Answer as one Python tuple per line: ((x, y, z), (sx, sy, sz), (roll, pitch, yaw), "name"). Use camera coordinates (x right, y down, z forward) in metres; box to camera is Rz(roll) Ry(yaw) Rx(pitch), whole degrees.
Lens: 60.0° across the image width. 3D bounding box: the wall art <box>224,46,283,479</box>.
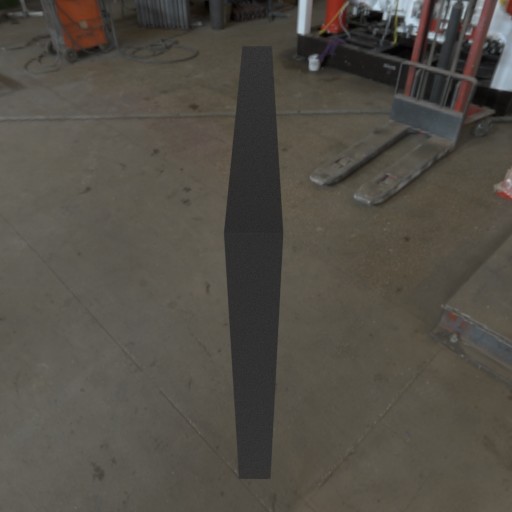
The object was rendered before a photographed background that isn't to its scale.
((0.000, 0.000, 0.443), (0.030, 0.305, 0.308), (0, 42, 0), "wall art")
